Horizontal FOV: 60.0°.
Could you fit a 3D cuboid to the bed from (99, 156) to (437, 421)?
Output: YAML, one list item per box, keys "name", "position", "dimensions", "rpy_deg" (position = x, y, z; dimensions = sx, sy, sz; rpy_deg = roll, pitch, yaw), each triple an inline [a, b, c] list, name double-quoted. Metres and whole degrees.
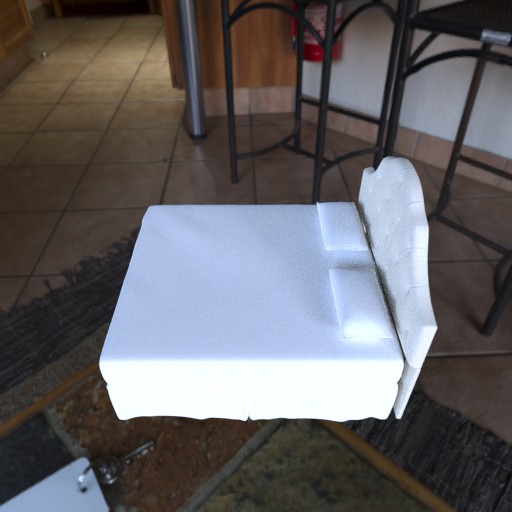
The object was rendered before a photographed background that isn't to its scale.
- name: "bed"
  position: [0.000, 0.000, 3.606]
  dimensions: [2.214, 1.615, 2.008]
  rpy_deg: [0, 41, 0]
